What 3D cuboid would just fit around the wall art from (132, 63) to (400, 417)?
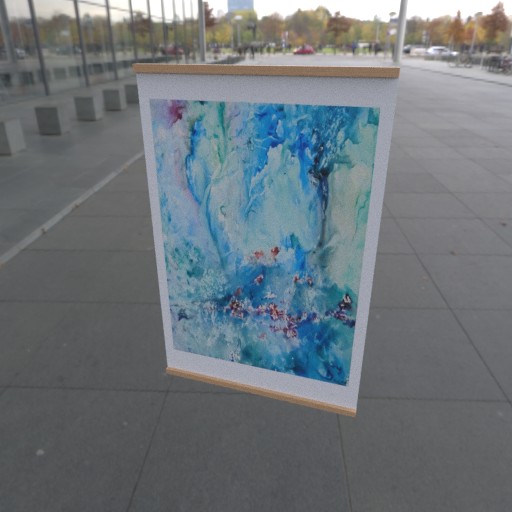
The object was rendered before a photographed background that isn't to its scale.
[{"bbox_3d":[0.000,0.000,0.773,0.401,0.611,0.016,8,27,16],"label":"wall art"}]
